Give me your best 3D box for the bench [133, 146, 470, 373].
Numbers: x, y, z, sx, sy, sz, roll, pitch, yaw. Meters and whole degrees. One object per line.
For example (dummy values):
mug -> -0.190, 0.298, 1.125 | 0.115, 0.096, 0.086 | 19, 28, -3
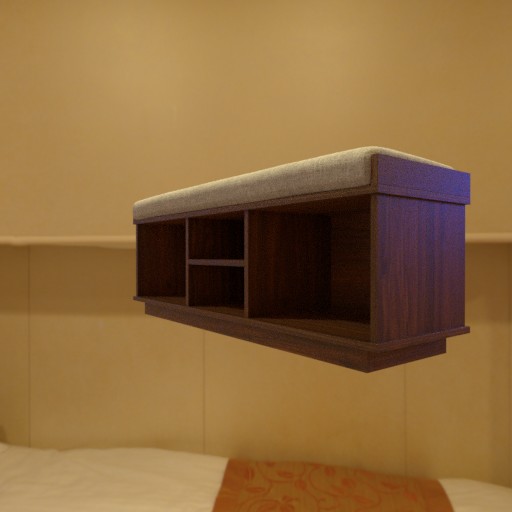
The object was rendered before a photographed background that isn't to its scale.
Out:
bench -> 0.000, 0.000, 1.417 | 0.367, 0.468, 1.196 | 0, 0, -37
